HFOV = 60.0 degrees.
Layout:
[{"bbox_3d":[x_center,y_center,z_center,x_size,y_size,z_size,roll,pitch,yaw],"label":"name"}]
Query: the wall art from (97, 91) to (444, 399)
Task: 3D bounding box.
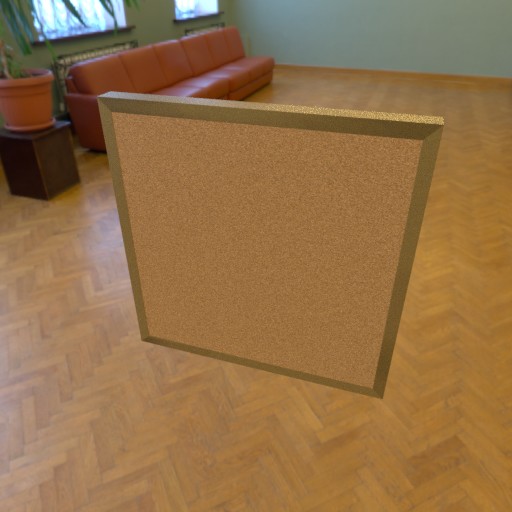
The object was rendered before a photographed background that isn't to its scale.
[{"bbox_3d":[0.000,0.000,0.771,0.507,0.508,0.038,10,33,15],"label":"wall art"}]
